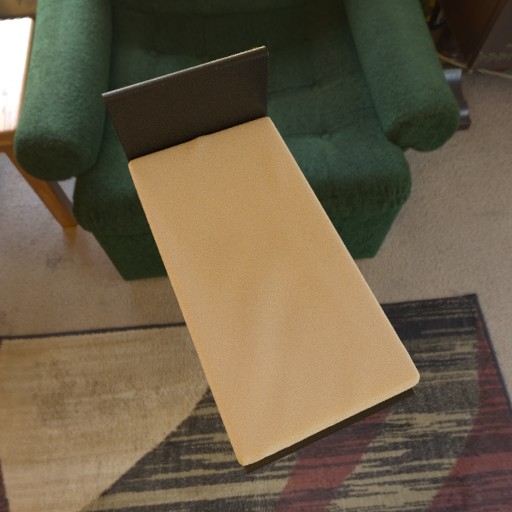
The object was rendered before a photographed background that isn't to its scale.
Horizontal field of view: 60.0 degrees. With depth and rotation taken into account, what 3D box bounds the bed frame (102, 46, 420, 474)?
[{"bbox_3d":[0.000,0.000,2.490,1.038,1.046,2.152,-21,66,-10],"label":"bed frame"}]
